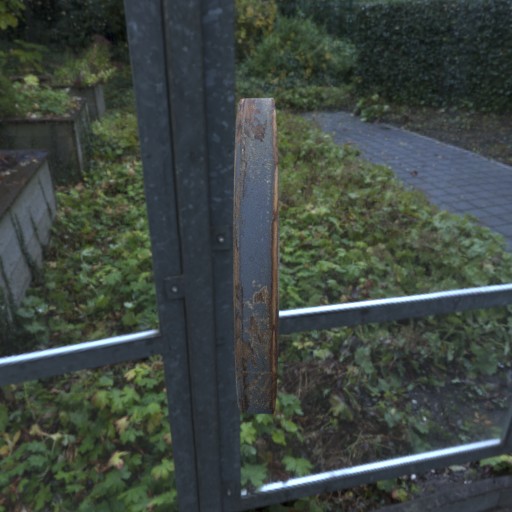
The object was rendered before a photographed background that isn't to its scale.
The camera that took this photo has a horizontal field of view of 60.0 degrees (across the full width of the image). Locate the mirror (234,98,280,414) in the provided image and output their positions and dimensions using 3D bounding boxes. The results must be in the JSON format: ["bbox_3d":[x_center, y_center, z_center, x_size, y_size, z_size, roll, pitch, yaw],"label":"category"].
[{"bbox_3d":[0.000,0.000,0.871,0.061,0.585,0.585,0,27,0],"label":"mirror"}]
